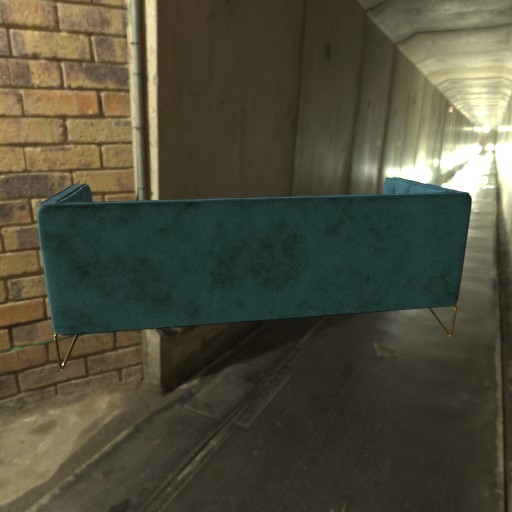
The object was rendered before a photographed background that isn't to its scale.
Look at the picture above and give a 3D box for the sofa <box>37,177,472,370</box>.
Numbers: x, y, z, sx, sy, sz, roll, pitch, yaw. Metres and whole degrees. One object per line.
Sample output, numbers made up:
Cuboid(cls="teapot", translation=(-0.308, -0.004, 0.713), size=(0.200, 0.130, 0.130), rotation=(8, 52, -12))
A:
Cuboid(cls="sofa", translation=(0.000, 0.000, 2.534), size=(2.087, 0.789, 0.867), rotation=(-3, 16, -10))
